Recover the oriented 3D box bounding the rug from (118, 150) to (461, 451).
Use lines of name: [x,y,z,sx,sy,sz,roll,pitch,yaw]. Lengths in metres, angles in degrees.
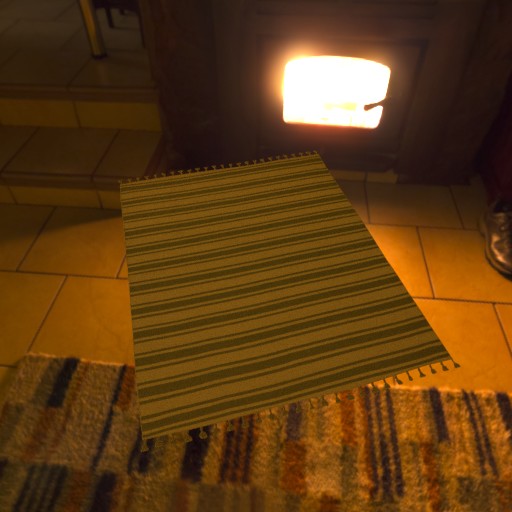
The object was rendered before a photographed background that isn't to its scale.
rug: [0.000,0.000,4.258,2.439,0.005,3.201,-11,47,-10]
